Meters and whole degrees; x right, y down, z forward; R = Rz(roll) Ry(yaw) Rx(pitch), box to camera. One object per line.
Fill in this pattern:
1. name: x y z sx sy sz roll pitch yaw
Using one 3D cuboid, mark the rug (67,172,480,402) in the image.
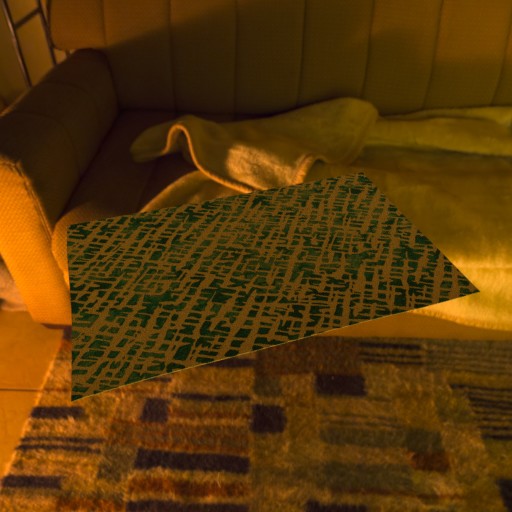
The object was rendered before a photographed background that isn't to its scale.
1. rug: 0.000 0.000 3.019 2.447 0.011 1.520 -12 43 -14
